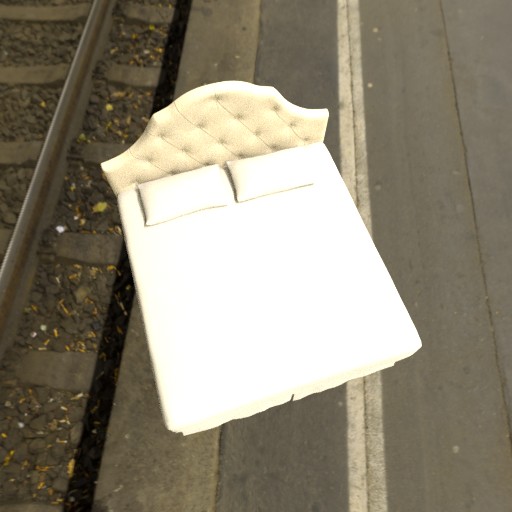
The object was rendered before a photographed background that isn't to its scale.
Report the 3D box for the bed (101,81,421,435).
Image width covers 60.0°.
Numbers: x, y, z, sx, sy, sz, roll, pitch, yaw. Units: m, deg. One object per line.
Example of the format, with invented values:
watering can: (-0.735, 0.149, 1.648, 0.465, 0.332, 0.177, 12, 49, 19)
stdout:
bed: (0.000, 0.000, 3.417, 2.012, 1.555, 2.086, -16, 65, -8)
